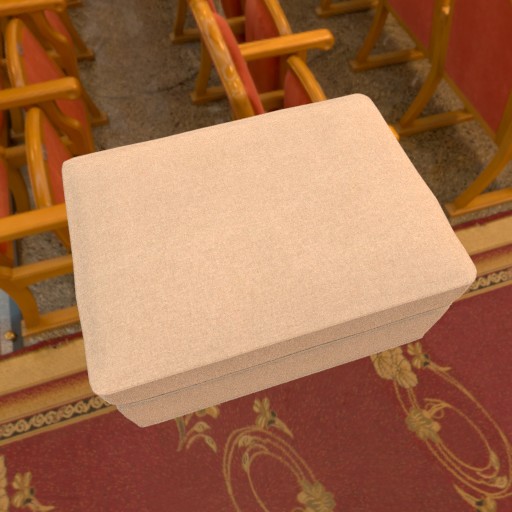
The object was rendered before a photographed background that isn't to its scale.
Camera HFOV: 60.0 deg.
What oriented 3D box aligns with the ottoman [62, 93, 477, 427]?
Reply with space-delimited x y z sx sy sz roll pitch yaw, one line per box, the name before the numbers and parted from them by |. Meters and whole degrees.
ottoman | 0.000 0.000 1.204 0.846 0.503 0.617 -15 62 -8
